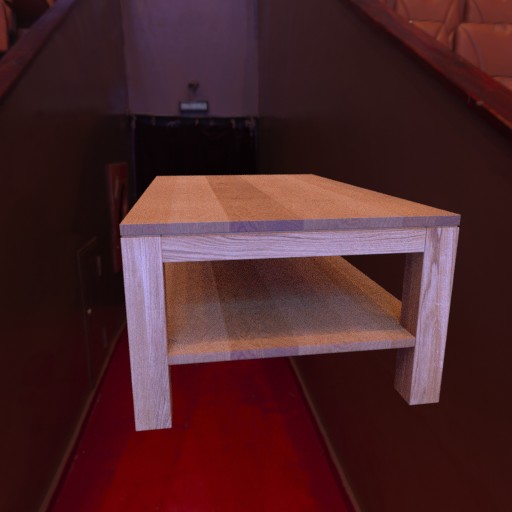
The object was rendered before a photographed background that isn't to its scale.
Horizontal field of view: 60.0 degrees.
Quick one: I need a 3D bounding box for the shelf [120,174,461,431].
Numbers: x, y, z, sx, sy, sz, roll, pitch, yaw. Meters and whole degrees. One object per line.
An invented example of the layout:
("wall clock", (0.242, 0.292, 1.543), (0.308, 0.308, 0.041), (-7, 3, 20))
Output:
("shelf", (0.000, 0.000, 1.493), (0.700, 0.450, 1.150), (-2, 15, -9))
